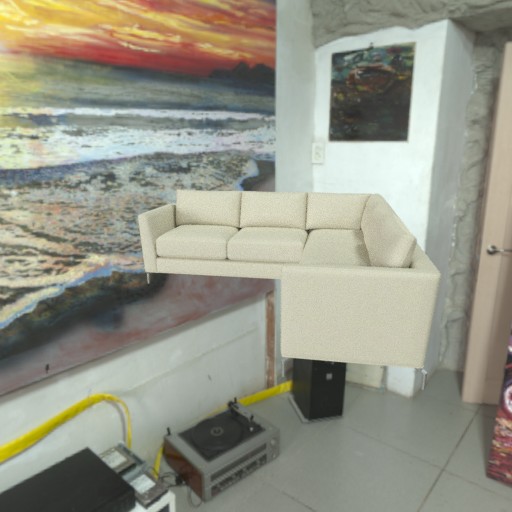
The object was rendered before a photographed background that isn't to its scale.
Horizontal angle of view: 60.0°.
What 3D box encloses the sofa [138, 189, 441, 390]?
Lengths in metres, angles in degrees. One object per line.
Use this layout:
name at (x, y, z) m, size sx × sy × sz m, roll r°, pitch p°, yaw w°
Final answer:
sofa at (0.000, 0.000, 3.736) m, size 2.430 × 0.867 × 2.448 m, roll 3°, pitch 15°, yaw 10°
